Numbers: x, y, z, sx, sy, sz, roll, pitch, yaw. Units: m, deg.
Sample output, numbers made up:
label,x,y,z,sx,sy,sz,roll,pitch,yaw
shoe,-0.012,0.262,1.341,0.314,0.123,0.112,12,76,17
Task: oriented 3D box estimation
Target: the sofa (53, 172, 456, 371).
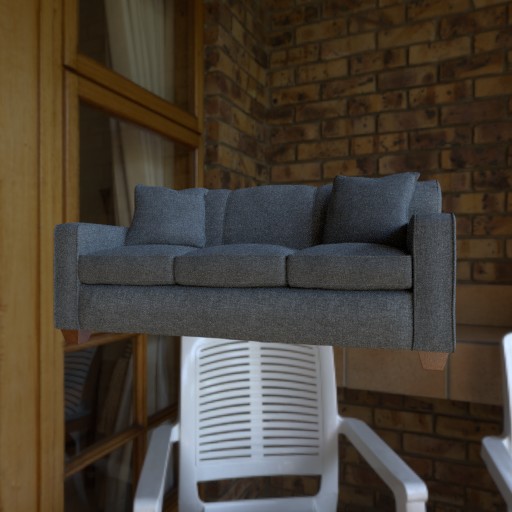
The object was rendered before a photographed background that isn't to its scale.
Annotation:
label,x,y,z,sx,sy,sz,roll,pitch,yaw
sofa,0.000,0.000,2.527,2.024,0.958,0.997,0,0,18
